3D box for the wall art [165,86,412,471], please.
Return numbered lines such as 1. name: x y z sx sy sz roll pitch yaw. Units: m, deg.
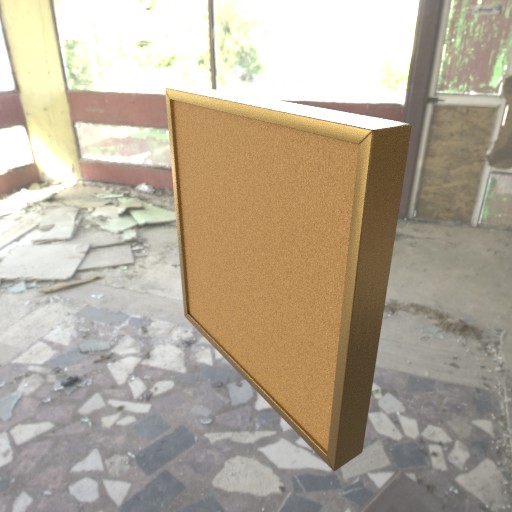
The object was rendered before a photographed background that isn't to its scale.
1. wall art: 0.000 0.000 0.458 0.037 0.305 0.305 -17 31 -31
